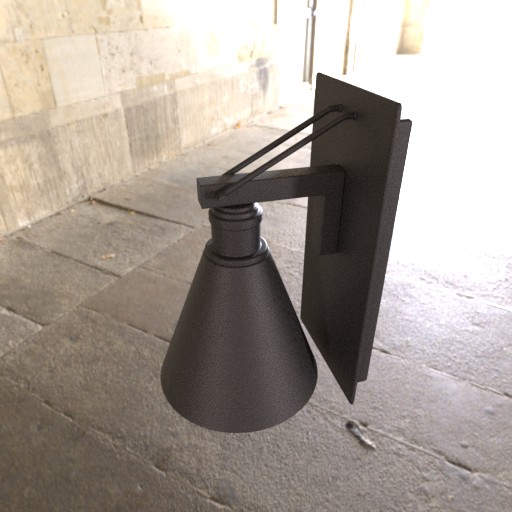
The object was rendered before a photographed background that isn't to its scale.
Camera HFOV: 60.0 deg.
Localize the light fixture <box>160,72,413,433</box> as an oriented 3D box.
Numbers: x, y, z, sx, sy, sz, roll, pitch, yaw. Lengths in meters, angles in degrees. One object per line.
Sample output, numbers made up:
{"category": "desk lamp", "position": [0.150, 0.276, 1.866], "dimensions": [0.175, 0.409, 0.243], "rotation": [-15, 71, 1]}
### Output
{"category": "light fixture", "position": [0.000, 0.000, 0.419], "dimensions": [0.207, 0.298, 0.170], "rotation": [-8, 32, -14]}
